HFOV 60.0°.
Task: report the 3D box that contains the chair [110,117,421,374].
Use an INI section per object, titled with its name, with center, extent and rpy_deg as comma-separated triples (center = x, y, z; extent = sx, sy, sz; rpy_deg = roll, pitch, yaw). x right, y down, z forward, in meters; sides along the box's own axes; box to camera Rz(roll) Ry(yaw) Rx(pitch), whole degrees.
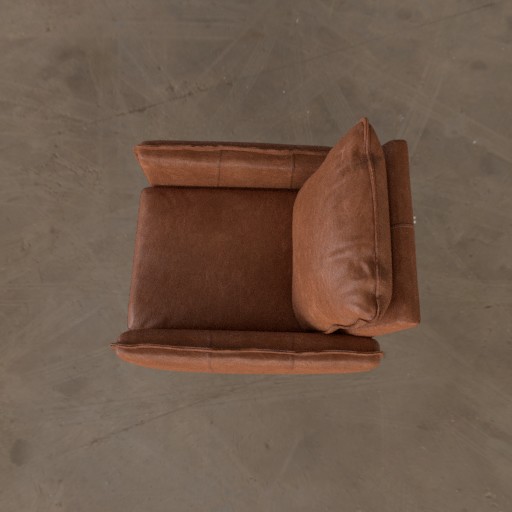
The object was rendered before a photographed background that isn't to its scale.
[chair]
center = 0.000, 0.000, 1.622
extent = 0.922, 0.922, 0.830
rpy_deg = 2, 74, 0
